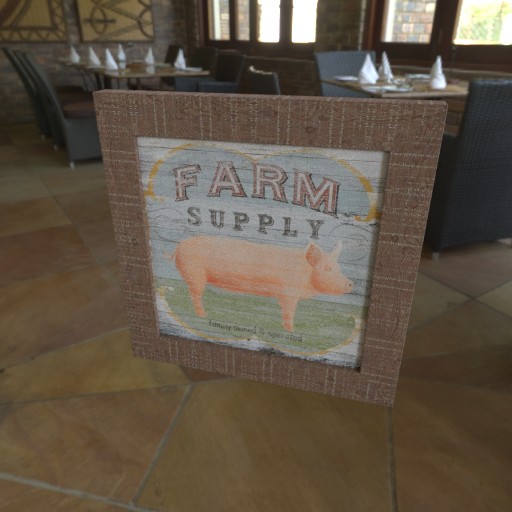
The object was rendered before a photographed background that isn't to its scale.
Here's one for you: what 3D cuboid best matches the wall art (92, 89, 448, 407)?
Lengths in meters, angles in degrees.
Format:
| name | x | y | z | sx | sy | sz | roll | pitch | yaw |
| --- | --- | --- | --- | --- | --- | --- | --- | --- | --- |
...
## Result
| name | x | y | z | sx | sy | sz | roll | pitch | yaw |
| --- | --- | --- | --- | --- | --- | --- | --- | --- | --- |
| wall art | 0.000 | 0.000 | 0.777 | 0.531 | 0.531 | 0.040 | 7 | 27 | 14 |
